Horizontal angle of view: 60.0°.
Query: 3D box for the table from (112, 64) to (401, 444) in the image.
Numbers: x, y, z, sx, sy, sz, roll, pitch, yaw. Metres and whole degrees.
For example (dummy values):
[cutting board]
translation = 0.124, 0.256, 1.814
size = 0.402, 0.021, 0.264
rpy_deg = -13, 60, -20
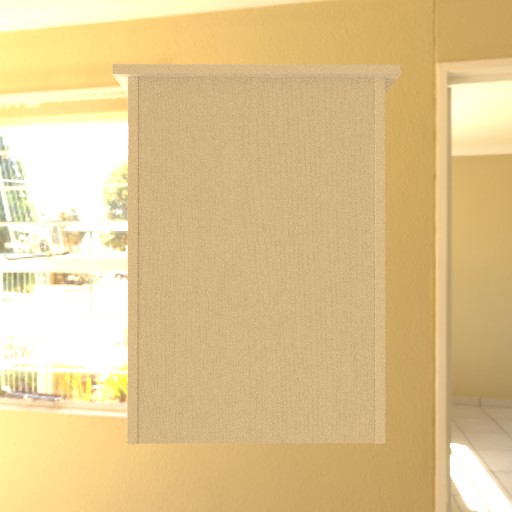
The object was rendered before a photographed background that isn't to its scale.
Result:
[table]
translation = 0.000, 0.000, 0.925
size = 0.480, 0.635, 0.381
rpy_deg = 0, 0, 0
